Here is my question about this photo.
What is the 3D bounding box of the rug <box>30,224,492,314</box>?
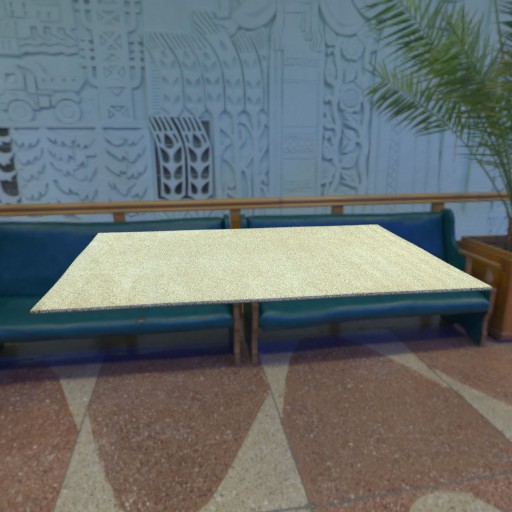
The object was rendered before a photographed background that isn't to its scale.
[{"bbox_3d":[0.000,0.000,3.418,2.699,0.025,1.800,-2,17,-7],"label":"rug"}]
